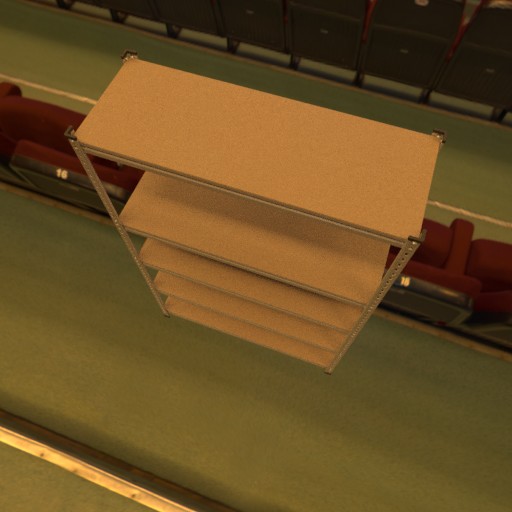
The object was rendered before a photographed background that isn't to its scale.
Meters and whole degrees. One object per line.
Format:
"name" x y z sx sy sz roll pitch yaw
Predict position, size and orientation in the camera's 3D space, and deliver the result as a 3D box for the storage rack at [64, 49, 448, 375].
"storage rack" 0.000 0.000 2.310 1.219 1.829 0.457 18 64 9
